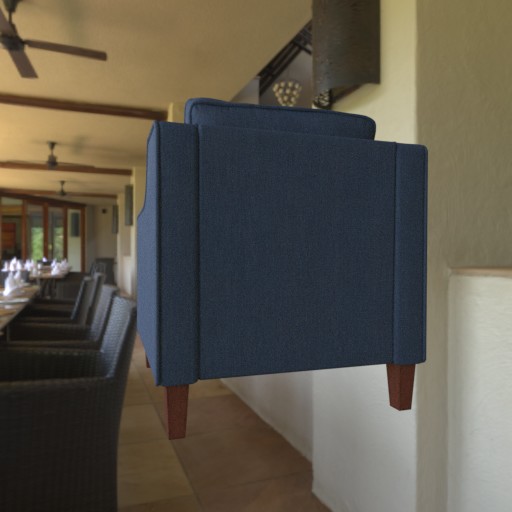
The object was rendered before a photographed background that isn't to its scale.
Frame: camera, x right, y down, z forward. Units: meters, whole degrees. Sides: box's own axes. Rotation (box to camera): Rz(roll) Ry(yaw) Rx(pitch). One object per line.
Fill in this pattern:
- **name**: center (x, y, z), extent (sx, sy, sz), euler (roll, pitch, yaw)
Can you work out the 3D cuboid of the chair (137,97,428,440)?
- **chair**: center (0.000, 0.000, 1.670), extent (0.831, 0.960, 0.909), euler (0, 0, -18)
